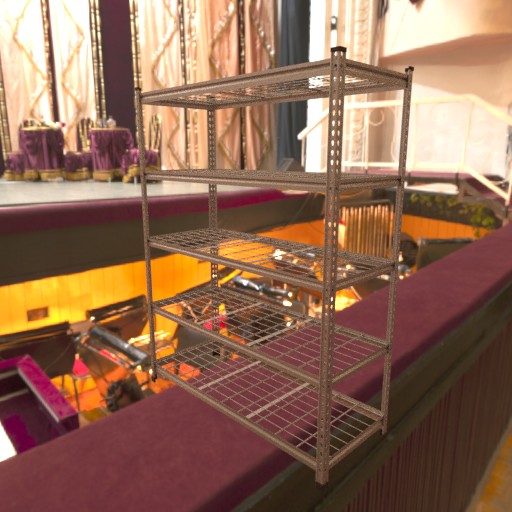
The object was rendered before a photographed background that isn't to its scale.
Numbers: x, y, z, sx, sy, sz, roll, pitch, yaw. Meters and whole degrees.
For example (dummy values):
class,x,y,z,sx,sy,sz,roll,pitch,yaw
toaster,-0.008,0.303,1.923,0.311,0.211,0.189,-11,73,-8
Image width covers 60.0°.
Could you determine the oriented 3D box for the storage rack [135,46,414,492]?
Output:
class,x,y,z,sx,sy,sz,roll,pitch,yaw
storage rack,0.000,0.000,2.636,0.610,1.981,1.524,-12,18,-43
